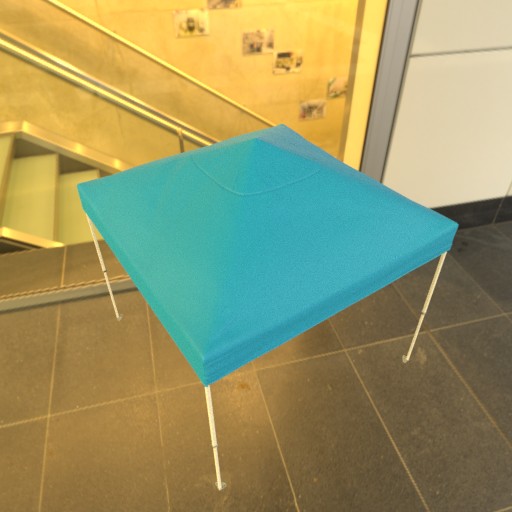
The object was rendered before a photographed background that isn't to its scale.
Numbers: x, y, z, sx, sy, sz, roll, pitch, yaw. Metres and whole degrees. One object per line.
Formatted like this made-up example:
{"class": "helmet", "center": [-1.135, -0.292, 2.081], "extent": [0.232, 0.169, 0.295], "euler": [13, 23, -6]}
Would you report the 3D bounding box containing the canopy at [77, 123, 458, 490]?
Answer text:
{"class": "canopy", "center": [0.000, 0.000, 5.277], "extent": [2.998, 2.997, 2.996], "euler": [-24, 46, -26]}
